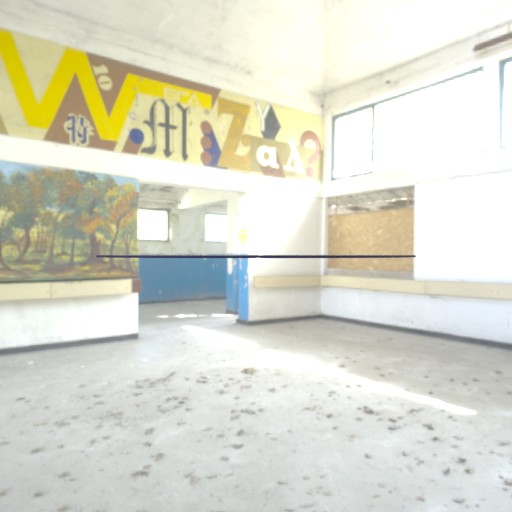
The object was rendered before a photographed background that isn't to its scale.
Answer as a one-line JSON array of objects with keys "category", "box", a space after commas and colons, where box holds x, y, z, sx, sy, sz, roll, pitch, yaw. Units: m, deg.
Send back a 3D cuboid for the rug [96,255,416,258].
[{"category": "rug", "box": [0.000, 0.000, 3.512, 2.386, 0.014, 2.386, 0, 0, 0]}]
